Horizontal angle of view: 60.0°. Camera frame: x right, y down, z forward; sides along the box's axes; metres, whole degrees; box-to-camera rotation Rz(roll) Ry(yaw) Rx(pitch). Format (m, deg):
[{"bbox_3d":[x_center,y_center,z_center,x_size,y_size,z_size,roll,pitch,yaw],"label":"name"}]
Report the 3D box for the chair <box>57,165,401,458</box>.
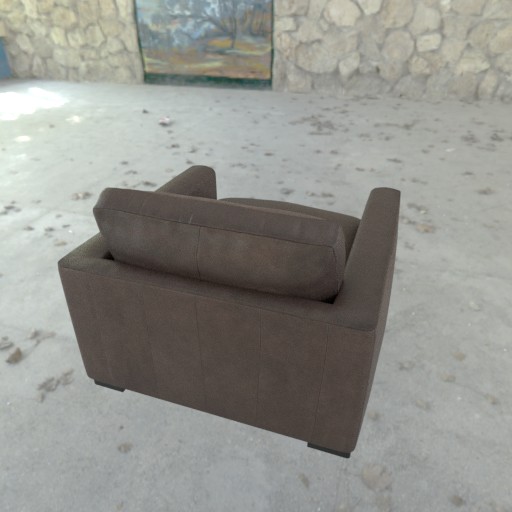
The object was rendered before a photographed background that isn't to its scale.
[{"bbox_3d":[0.000,0.000,1.831,1.100,0.812,1.069,10,32,16],"label":"chair"}]
